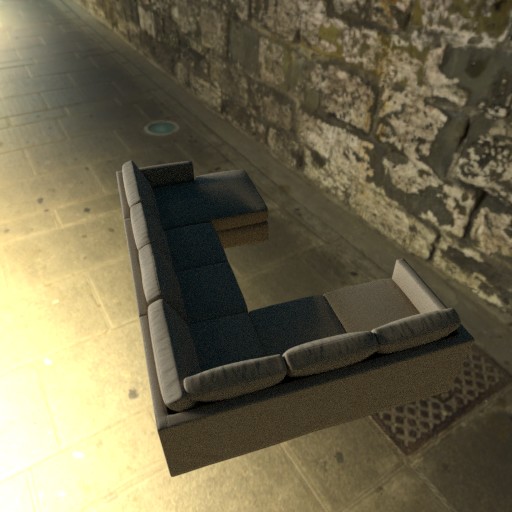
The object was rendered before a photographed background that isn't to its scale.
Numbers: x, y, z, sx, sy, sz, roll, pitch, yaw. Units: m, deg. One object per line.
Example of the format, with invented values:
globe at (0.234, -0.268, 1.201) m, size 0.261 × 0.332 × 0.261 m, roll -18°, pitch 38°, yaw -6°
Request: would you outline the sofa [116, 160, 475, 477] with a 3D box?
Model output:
sofa at (0.000, 0.000, 4.499) m, size 2.427 × 0.882 × 3.460 m, roll -12°, pitch 42°, yaw -13°
